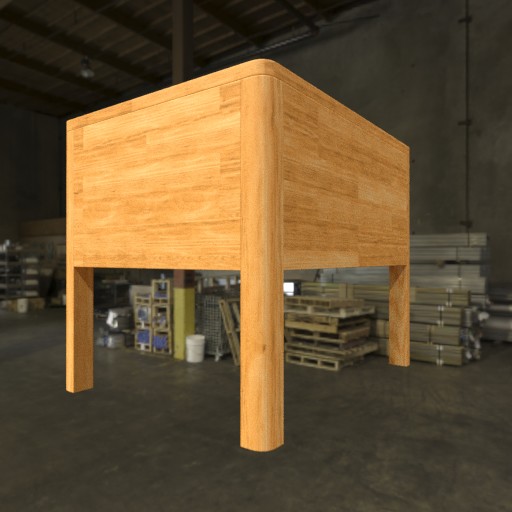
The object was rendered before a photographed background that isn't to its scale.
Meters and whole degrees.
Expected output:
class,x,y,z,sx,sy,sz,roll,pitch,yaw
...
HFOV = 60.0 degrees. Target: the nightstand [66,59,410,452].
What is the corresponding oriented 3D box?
class,x,y,z,sx,sy,sz,roll,pitch,yaw
nightstand,0.000,0.000,0.877,0.440,0.470,0.560,0,0,36
